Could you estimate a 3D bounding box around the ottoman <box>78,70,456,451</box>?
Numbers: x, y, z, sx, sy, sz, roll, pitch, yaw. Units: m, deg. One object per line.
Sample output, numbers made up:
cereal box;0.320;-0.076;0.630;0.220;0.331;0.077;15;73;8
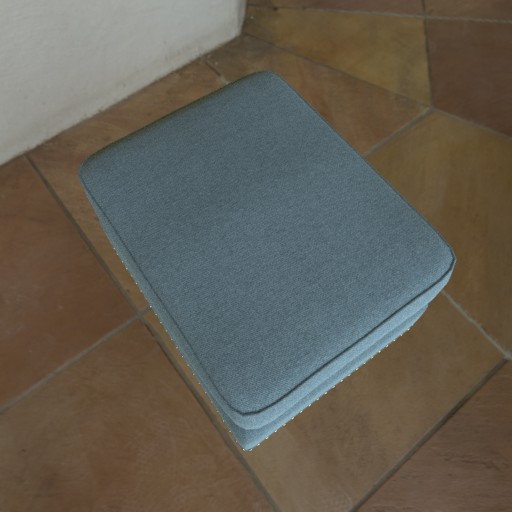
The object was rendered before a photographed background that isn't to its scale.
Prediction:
ottoman;0.000;0.000;1.153;0.589;0.537;0.738;-32;68;-15
